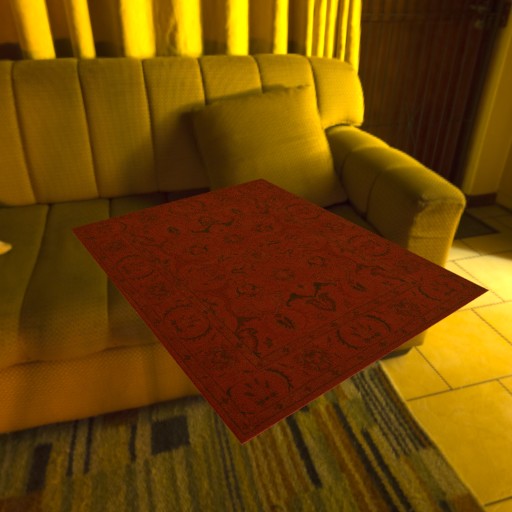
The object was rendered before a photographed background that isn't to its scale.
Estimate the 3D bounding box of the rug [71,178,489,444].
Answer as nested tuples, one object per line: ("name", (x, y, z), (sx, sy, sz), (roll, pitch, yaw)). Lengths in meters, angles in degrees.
("rug", (0.000, 0.000, 3.841), (2.300, 0.012, 2.929), (-20, 36, -30))
